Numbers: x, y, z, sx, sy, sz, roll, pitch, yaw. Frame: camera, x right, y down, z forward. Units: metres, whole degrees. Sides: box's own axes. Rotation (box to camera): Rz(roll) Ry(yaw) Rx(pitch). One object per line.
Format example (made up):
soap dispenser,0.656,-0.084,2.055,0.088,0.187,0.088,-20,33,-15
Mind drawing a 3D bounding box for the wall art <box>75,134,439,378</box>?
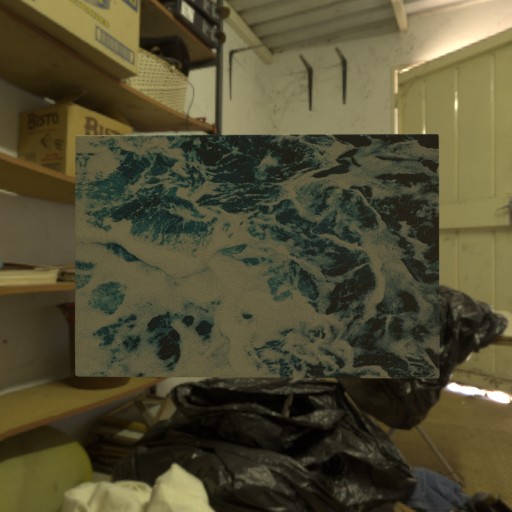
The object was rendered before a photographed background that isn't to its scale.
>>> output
wall art,0.000,0.000,1.882,1.524,1.017,0.055,0,0,1
